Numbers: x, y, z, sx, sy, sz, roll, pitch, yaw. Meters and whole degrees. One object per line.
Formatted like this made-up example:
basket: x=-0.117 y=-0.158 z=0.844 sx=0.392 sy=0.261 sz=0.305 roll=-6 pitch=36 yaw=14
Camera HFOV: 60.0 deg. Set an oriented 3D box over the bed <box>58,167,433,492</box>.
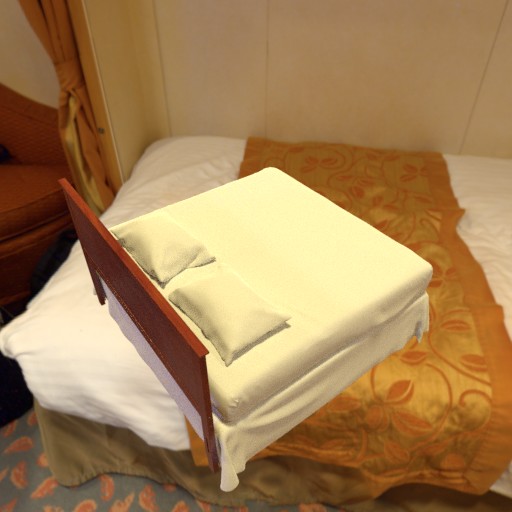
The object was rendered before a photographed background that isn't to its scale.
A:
bed: x=0.000 y=0.000 z=3.587 sx=2.219 sy=1.271 sz=2.314 roll=-26 pitch=46 yaw=-27
